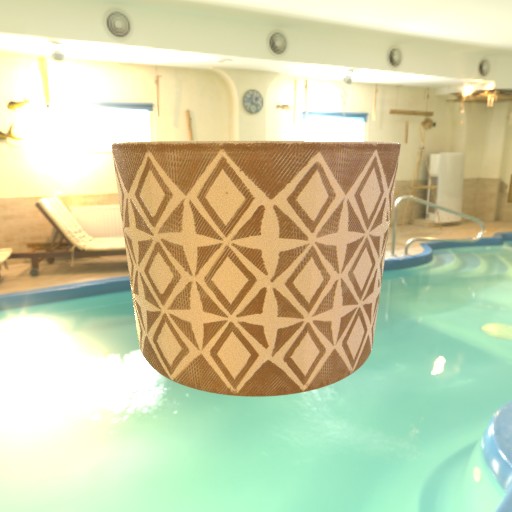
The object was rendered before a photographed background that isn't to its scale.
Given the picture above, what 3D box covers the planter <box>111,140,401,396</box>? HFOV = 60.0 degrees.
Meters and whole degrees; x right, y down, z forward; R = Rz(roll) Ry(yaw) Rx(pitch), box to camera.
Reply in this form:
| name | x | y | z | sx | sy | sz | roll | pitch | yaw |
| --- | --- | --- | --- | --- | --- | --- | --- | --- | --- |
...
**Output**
| name | x | y | z | sx | sy | sz | roll | pitch | yaw |
| --- | --- | --- | --- | --- | --- | --- | --- | --- | --- |
| planter | 0.000 | 0.000 | 0.443 | 0.260 | 0.220 | 0.260 | 0 | 14 | 0 |
